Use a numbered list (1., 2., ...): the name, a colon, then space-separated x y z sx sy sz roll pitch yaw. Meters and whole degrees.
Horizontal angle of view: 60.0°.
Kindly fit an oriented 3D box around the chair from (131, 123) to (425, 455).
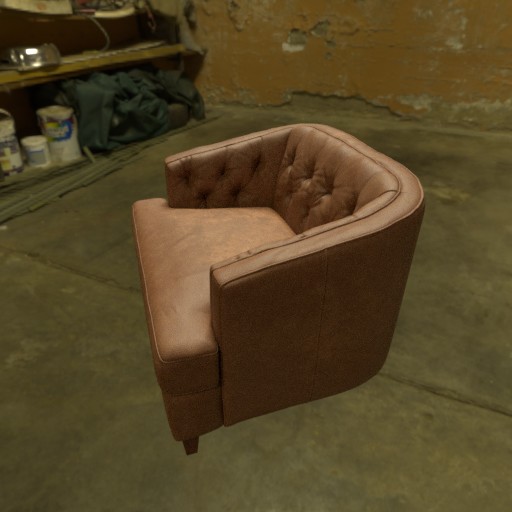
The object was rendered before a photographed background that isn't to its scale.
1. chair: 0.000 0.000 1.767 0.911 0.836 1.119 -9 31 -15
